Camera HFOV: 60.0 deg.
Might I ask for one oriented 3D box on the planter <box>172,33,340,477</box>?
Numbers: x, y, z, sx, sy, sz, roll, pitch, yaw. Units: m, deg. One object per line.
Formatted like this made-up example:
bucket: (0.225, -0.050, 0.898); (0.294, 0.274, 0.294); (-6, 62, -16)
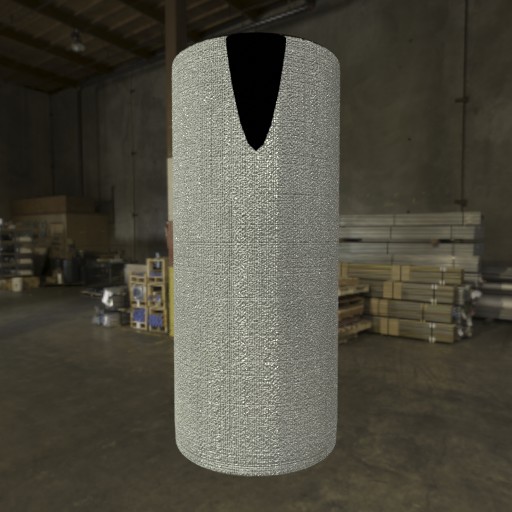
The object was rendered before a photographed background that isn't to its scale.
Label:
planter: (0.000, 0.000, 0.124); (0.045, 0.103, 0.045); (2, 3, 36)
